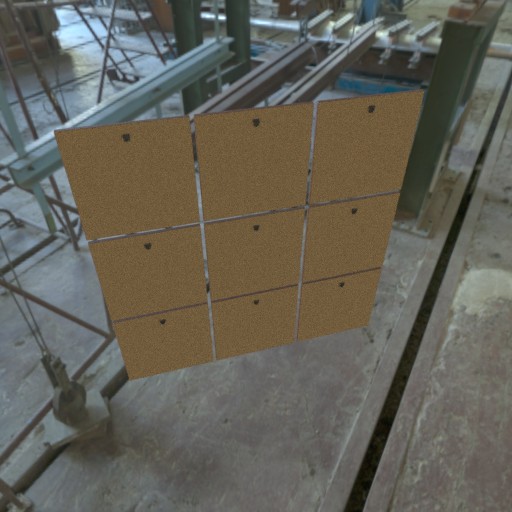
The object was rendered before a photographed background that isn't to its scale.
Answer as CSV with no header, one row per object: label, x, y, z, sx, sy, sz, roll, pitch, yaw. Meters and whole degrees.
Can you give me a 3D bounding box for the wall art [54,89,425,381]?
wall art,0.000,0.000,1.803,1.221,1.218,0.024,-10,41,-12
